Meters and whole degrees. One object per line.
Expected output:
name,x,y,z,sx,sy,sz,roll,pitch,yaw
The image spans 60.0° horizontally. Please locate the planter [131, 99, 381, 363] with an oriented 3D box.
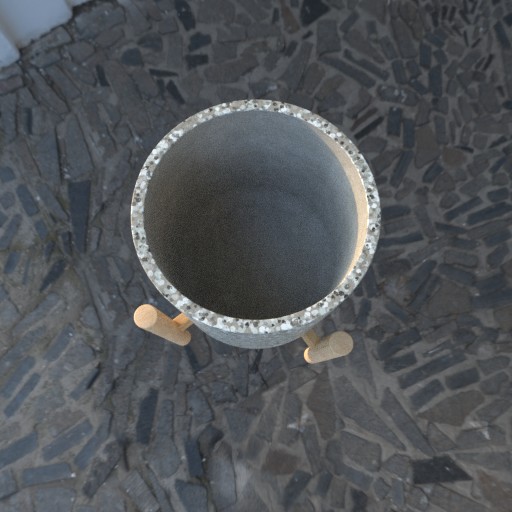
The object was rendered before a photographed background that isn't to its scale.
planter,0.000,0.000,0.548,0.284,0.320,0.284,-14,75,-4
